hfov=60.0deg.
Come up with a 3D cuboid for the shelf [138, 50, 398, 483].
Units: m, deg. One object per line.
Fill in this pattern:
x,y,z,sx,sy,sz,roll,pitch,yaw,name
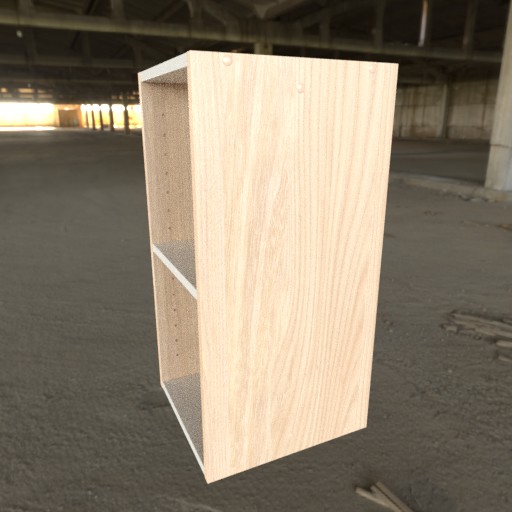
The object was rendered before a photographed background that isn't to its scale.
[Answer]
0.000,0.000,0.760,0.297,0.594,0.290,-8,19,-24,shelf
